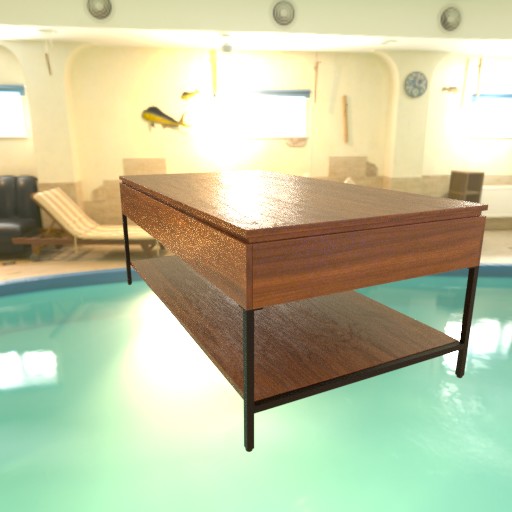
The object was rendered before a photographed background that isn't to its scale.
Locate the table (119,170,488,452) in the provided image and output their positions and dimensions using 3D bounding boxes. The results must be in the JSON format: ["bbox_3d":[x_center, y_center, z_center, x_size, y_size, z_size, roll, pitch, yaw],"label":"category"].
[{"bbox_3d":[0.000,0.000,1.328,0.574,0.414,1.057,-8,17,-26],"label":"table"}]
